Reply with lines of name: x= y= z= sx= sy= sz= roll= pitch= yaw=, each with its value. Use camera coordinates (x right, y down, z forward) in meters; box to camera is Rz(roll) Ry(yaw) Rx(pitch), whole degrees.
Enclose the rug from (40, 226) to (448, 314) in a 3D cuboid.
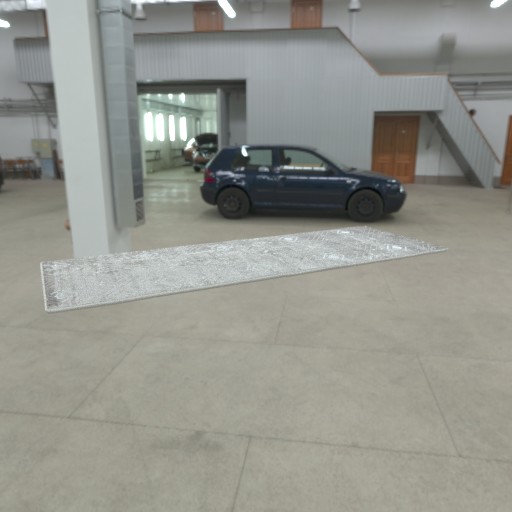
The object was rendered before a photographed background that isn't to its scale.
rug: x=0.000 y=0.000 z=2.721 sx=2.381 sy=0.035 sz=0.832 roll=-7 pitch=17 yaw=-26
